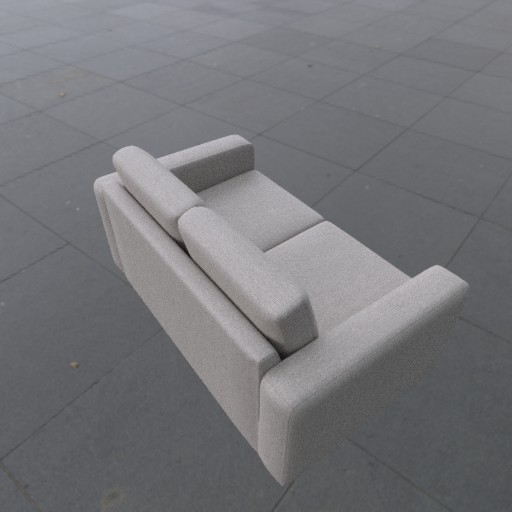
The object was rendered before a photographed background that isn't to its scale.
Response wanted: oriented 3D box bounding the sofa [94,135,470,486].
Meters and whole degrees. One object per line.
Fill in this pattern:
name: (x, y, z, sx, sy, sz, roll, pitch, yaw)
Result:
sofa: (0.000, 0.000, 2.007, 0.900, 0.800, 1.540, -26, 47, -26)
